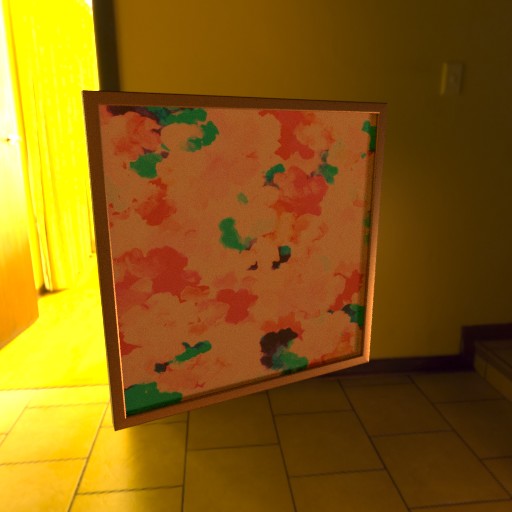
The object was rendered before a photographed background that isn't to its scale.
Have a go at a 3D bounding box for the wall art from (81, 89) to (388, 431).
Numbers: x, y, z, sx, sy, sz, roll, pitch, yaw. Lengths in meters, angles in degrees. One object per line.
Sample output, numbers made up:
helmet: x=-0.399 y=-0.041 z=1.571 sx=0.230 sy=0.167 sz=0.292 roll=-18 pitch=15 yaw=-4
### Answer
wall art: x=0.000 y=0.000 z=1.135 sx=0.767 sy=0.765 sz=0.036 roll=-7 pitch=17 yaw=-25
